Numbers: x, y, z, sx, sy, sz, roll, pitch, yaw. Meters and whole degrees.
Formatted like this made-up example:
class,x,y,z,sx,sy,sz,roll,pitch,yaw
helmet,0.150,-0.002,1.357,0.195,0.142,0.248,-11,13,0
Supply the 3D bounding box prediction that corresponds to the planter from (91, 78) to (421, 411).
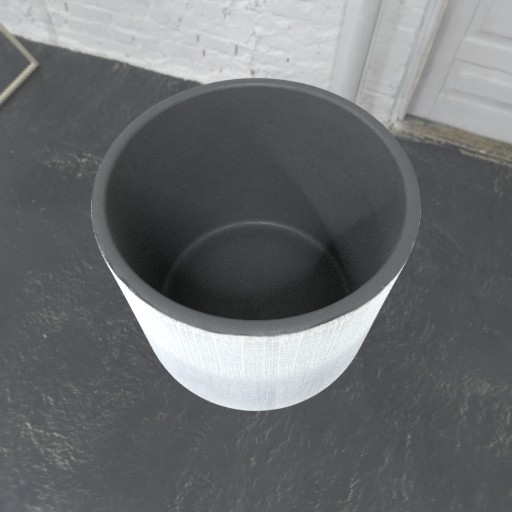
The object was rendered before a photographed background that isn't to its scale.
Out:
class,x,y,z,sx,sy,sz,roll,pitch,yaw
planter,0.000,0.000,0.432,0.254,0.221,0.254,0,59,0
